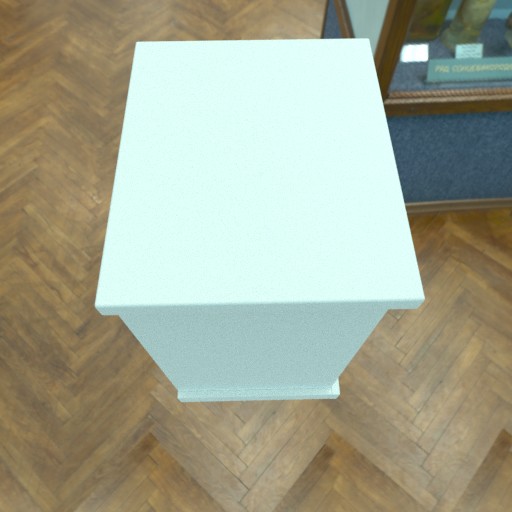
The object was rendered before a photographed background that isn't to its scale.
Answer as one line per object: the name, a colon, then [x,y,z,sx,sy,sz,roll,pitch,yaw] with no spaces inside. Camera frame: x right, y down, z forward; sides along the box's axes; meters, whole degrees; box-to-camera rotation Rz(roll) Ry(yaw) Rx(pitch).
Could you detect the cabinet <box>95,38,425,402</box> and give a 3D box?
cabinet: [0.000,0.000,1.013,0.431,0.723,0.520,-1,62,-1]
